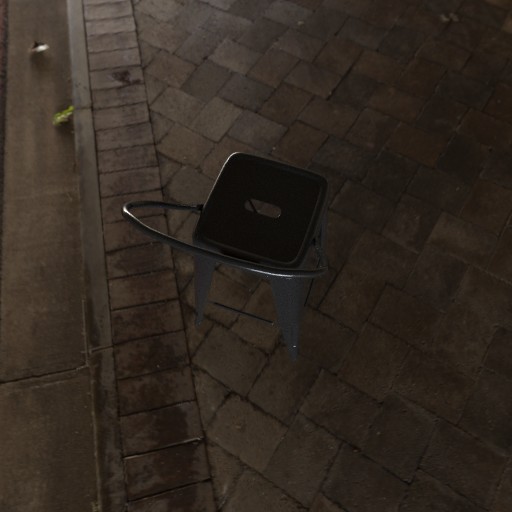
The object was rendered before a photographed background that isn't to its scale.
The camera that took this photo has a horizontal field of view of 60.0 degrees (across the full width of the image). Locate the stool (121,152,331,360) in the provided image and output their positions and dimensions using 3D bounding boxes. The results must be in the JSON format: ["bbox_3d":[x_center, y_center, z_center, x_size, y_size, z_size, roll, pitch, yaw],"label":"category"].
[{"bbox_3d":[0.000,0.000,1.340,0.432,1.022,0.528,18,65,8],"label":"stool"}]
